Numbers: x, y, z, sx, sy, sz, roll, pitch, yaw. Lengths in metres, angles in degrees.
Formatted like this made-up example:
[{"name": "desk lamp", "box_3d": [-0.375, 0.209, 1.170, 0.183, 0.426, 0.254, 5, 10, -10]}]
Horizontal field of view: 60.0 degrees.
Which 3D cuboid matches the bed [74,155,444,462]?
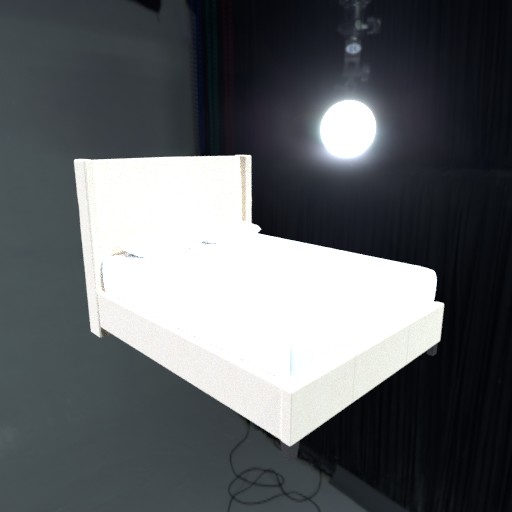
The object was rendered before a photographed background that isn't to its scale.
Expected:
[{"name": "bed", "box_3d": [0.000, 0.000, 3.478, 1.778, 1.471, 2.293, -14, 20, -43]}]
